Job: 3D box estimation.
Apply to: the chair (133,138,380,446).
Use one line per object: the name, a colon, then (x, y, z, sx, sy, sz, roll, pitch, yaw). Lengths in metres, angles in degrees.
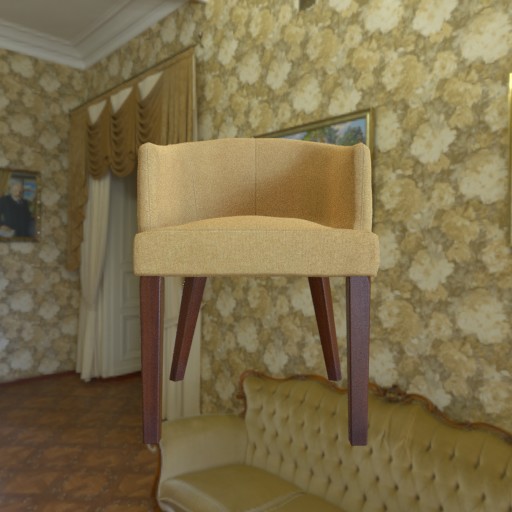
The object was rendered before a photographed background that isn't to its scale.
chair: (0.000, 0.000, 1.248, 0.583, 0.811, 0.655, 0, 1, 0)
